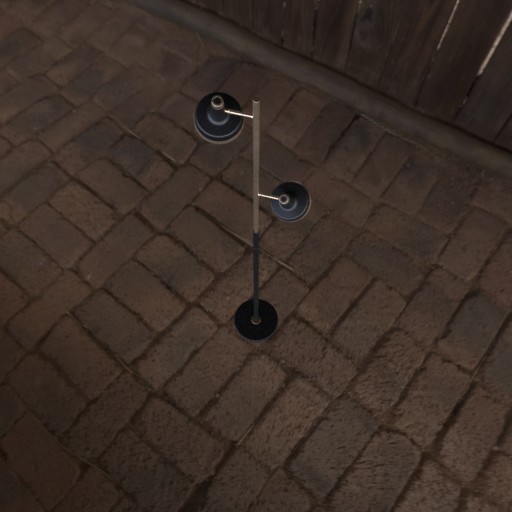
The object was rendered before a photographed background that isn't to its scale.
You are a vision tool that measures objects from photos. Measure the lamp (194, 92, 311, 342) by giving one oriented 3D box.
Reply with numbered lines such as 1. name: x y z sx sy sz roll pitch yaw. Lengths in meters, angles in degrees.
1. lamp: 0.000 0.000 1.801 0.351 1.674 0.253 13 64 7
